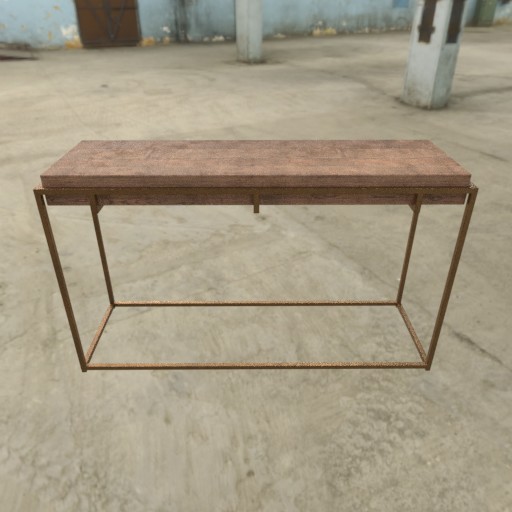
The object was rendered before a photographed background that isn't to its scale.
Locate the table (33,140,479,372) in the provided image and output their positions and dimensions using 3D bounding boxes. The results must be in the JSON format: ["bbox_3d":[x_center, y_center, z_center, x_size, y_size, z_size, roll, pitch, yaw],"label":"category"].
[{"bbox_3d":[0.000,0.000,1.768,1.400,0.820,0.440,0,30,0],"label":"table"}]
